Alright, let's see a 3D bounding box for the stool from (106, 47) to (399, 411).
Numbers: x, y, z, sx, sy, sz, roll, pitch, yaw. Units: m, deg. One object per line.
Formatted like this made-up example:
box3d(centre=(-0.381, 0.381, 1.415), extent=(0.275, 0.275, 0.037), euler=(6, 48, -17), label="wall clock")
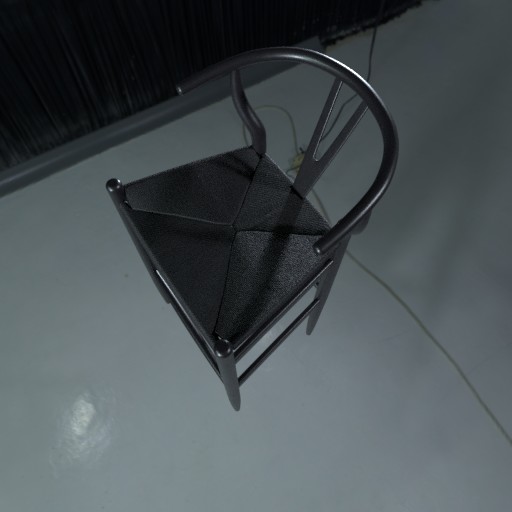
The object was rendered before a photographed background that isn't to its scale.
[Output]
box3d(centre=(0.000, 0.000, 1.369), extent=(0.579, 1.072, 0.569), euler=(-32, 67, -15), label="stool")
